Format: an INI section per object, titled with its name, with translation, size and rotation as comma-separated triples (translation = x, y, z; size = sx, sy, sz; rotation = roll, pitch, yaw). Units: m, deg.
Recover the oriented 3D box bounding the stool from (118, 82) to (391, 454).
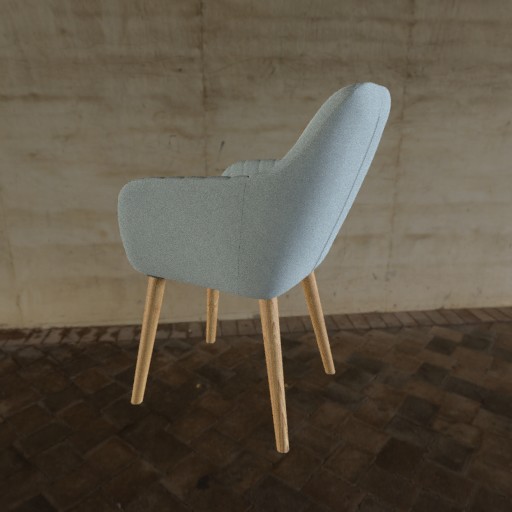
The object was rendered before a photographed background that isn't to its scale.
[stool]
translation = 0.000, 0.000, 1.172
size = 0.590, 0.830, 0.503
rotation = 8, 19, 25
